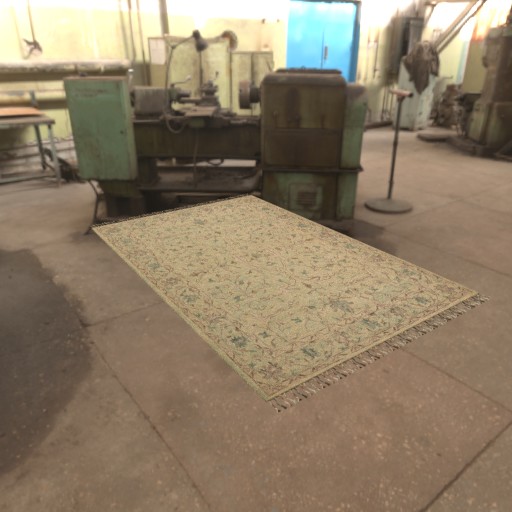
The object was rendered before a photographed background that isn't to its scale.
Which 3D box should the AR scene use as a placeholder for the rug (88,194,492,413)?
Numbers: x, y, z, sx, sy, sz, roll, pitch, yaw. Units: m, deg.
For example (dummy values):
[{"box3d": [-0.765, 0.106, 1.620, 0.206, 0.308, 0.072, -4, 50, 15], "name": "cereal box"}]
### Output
[{"box3d": [0.000, 0.000, 2.984, 1.544, 0.010, 2.435, -16, 29, -31], "name": "rug"}]
